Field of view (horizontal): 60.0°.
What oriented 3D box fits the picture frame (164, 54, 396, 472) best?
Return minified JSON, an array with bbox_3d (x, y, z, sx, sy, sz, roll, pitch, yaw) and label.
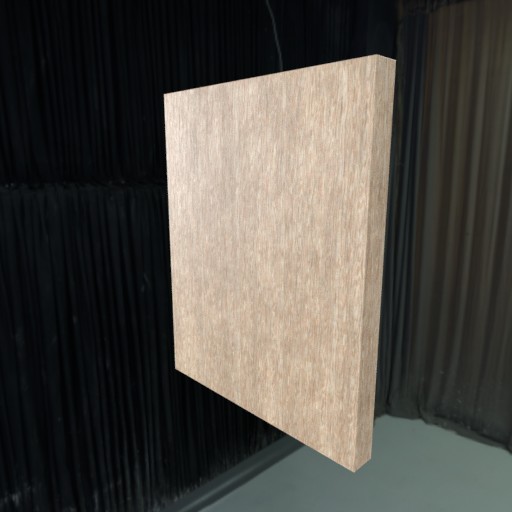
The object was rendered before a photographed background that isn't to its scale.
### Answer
[{"bbox_3d":[0.000,0.000,0.706,0.043,0.526,0.424,-12,17,-43],"label":"picture frame"}]
